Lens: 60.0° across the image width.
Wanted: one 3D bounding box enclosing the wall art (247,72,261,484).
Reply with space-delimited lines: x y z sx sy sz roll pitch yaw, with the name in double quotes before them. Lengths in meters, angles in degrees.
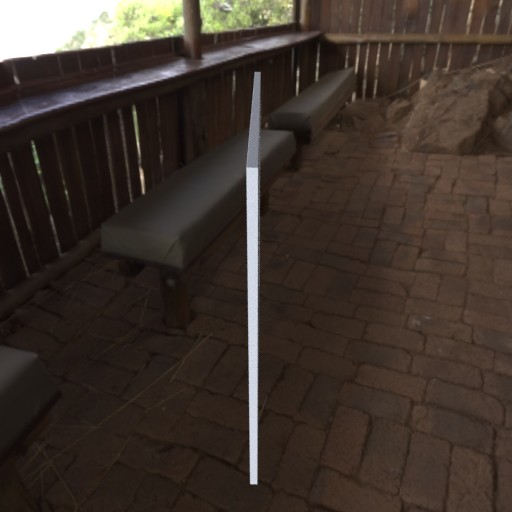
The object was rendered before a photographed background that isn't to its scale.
"wall art" 0.000 0.000 0.835 0.012 0.557 0.557 0 32 1
